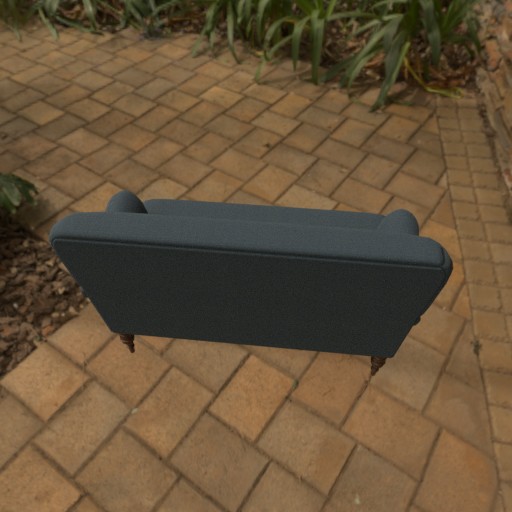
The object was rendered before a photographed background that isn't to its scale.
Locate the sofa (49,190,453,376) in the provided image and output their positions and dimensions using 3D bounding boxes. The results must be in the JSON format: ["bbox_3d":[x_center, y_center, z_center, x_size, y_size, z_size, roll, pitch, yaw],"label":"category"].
[{"bbox_3d":[0.000,0.000,1.825,1.297,0.889,0.779,4,47,4],"label":"sofa"}]
